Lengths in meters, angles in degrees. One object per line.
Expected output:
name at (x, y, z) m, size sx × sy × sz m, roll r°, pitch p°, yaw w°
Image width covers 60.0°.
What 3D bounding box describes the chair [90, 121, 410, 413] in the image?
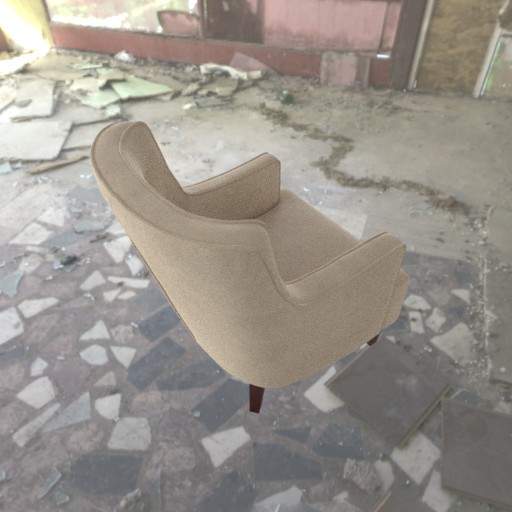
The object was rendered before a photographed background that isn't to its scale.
chair at (0.000, 0.000, 1.605) m, size 0.910 × 0.920 × 0.781 m, roll -26°, pitch 48°, yaw -26°
